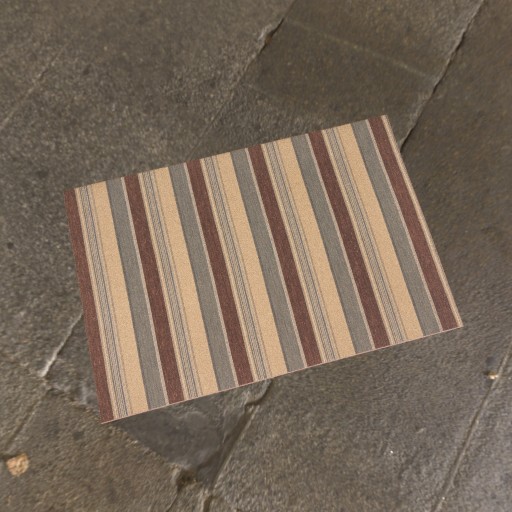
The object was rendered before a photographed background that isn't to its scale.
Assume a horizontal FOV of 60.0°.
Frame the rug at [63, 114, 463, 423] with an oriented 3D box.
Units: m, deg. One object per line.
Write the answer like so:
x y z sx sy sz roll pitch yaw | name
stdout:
0.000 0.000 2.297 1.829 0.008 1.219 -14 77 -3 | rug
